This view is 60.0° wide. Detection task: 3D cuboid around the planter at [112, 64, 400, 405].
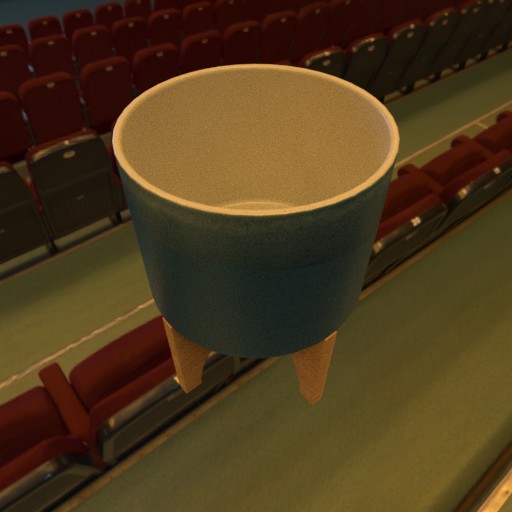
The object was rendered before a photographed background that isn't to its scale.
[{"bbox_3d":[0.000,0.000,0.398,0.192,0.263,0.192,0,46,0],"label":"planter"}]
